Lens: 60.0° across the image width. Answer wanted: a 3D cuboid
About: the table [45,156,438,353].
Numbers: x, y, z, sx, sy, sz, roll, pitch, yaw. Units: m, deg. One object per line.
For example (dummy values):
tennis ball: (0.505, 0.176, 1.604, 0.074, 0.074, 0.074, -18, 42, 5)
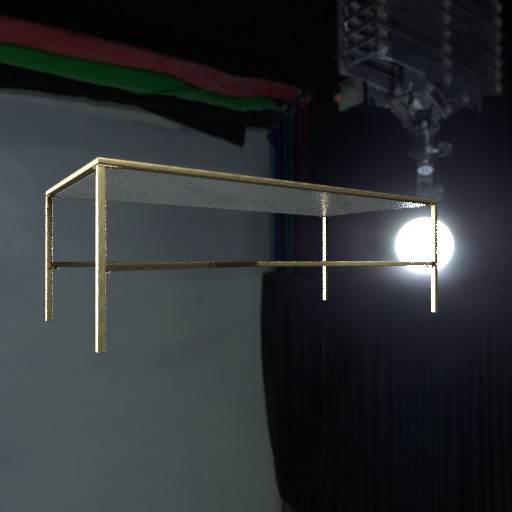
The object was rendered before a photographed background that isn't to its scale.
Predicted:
table: (0.000, 0.000, 1.488, 1.197, 0.405, 0.577, 0, 0, -35)
